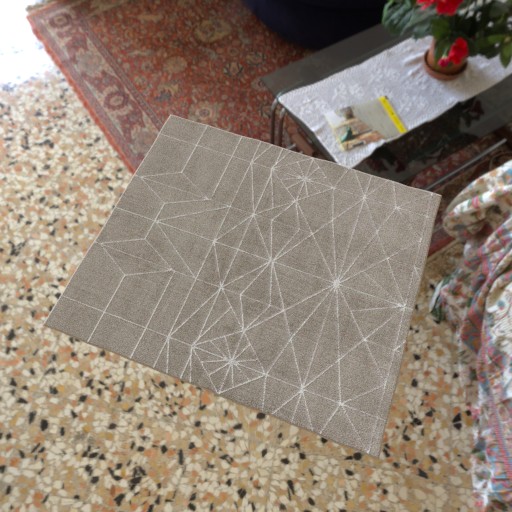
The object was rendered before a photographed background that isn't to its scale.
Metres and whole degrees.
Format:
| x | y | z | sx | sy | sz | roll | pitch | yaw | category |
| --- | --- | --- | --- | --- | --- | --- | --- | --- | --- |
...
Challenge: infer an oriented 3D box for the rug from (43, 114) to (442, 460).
| x | y | z | sx | sy | sz | roll | pitch | yaw | category |
| --- | --- | --- | --- | --- | --- | --- | --- | --- | --- |
| 0.000 | 0.000 | 0.881 | 0.639 | 0.006 | 0.548 | 19 | 66 | 9 | rug |
